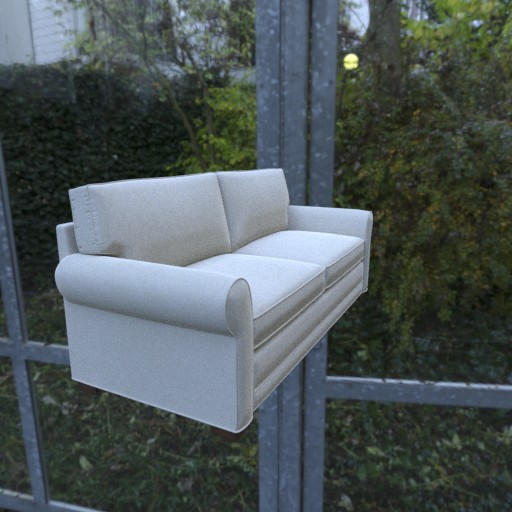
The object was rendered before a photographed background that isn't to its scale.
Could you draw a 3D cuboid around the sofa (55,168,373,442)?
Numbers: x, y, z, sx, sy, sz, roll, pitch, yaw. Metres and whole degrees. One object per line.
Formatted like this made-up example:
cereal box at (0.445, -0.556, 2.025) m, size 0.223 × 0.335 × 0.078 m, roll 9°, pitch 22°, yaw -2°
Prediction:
sofa at (0.000, 0.000, 2.605) m, size 0.901 × 0.962 × 2.146 m, roll 7°, pitch 15°, yaw 26°
